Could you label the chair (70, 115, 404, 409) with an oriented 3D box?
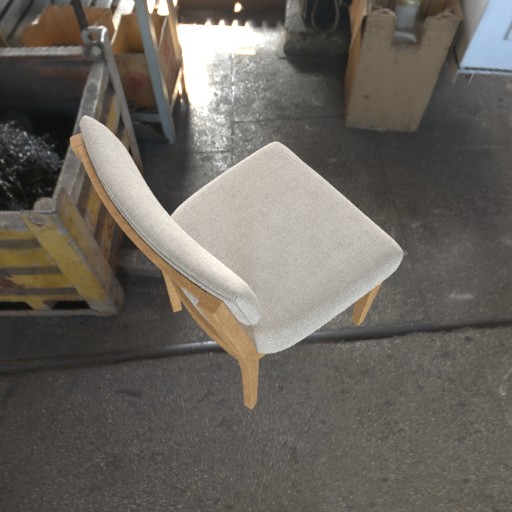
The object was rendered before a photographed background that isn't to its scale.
[{"bbox_3d":[0.000,0.000,1.141,0.572,0.832,0.508,-34,64,-19],"label":"chair"}]
